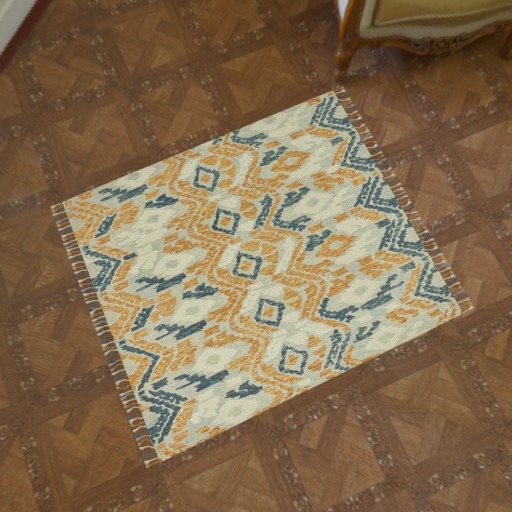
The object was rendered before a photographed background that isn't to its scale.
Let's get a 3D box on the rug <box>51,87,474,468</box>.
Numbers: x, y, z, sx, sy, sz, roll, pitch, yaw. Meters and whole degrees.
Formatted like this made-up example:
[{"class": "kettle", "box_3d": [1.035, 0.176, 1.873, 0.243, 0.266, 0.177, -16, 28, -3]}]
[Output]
[{"class": "rug", "box_3d": [0.000, 0.000, 3.955, 3.048, 0.010, 2.439, -24, 76, -6]}]
